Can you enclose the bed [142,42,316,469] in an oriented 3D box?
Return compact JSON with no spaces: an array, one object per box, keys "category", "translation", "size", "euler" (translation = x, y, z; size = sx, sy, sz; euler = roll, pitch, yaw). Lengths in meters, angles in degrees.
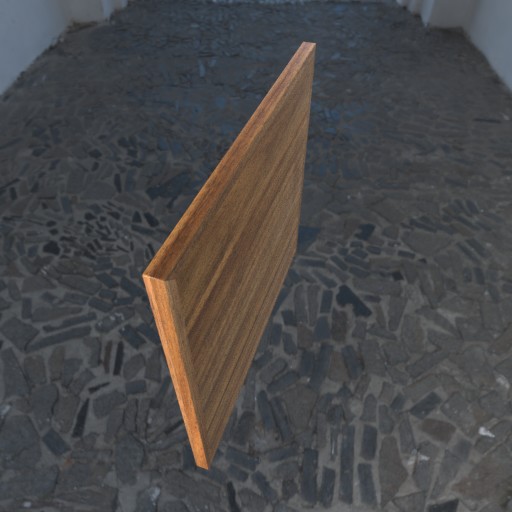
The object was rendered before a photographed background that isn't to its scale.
[{"category":"bed","translation":[0.000,0.000,1.417],"size":[0.043,0.940,1.041],"euler":[14,48,13]}]
